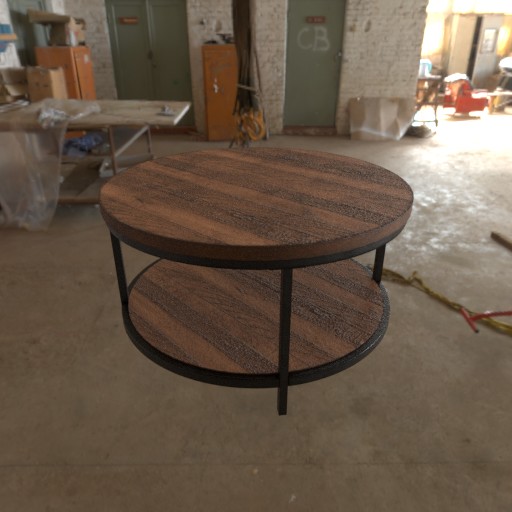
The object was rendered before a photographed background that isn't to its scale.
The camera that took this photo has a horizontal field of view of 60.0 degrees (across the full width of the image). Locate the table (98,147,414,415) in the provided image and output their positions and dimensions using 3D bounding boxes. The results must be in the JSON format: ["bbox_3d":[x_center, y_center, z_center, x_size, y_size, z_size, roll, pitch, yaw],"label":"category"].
[{"bbox_3d":[0.000,0.000,1.337,0.837,0.462,0.837,0,27,0],"label":"table"}]
